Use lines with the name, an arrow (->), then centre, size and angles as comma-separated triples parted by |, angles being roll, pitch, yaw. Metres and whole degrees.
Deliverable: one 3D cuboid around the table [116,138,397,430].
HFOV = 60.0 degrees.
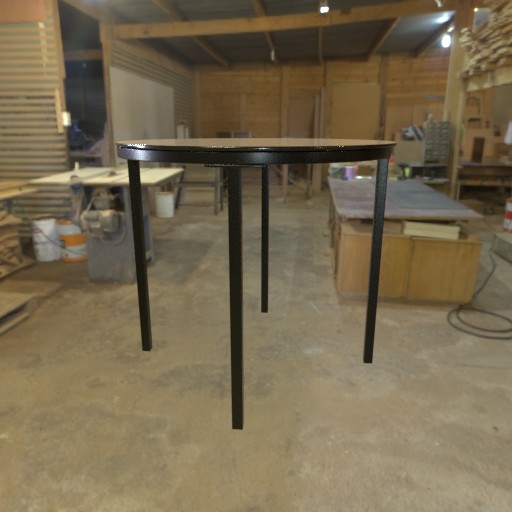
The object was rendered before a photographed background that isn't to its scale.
table -> 0.000, 0.000, 0.883 | 0.499, 0.443, 0.499 | 0, 16, 0
